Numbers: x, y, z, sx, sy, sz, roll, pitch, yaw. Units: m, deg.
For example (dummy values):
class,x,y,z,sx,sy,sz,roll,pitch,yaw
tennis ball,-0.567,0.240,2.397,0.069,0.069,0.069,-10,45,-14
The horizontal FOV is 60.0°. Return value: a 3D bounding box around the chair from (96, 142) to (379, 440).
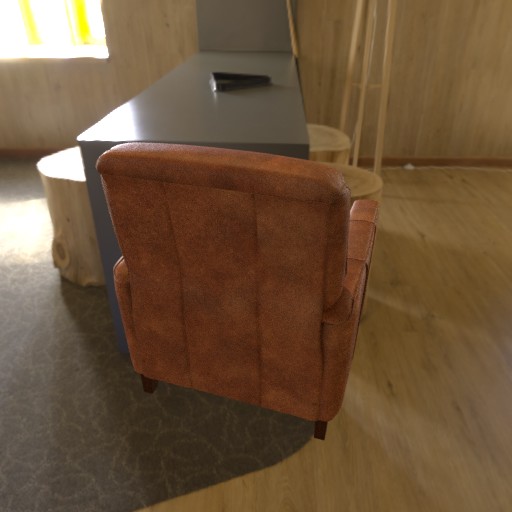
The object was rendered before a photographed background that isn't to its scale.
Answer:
class,x,y,z,sx,sy,sz,roll,pitch,yaw
chair,0.000,0.000,1.698,0.843,1.043,0.836,10,33,15
